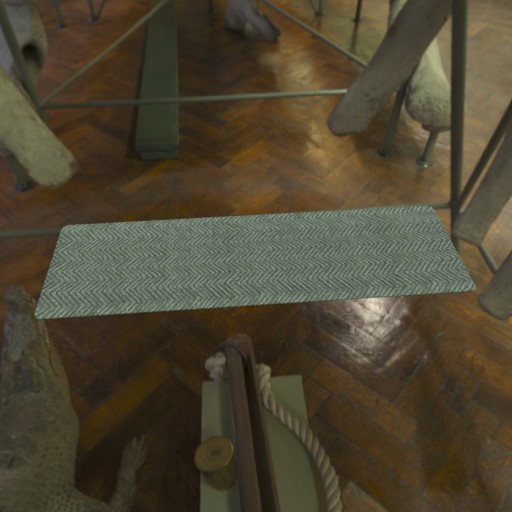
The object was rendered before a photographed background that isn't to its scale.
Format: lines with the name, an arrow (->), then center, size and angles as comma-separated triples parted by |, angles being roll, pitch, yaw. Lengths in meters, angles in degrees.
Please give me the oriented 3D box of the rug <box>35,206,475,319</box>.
rug -> 0.000, 0.000, 2.507 | 2.286, 0.008, 0.686 | -3, 47, -3
